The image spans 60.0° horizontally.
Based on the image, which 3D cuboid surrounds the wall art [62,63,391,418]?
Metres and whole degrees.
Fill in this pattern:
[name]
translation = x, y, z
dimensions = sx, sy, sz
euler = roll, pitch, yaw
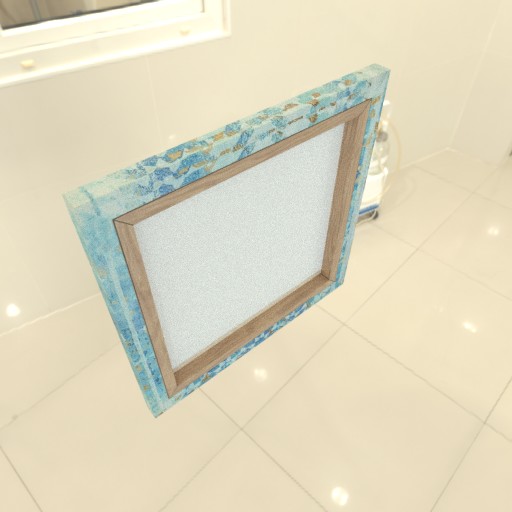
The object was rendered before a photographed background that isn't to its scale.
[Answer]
[wall art]
translation = 0.000, 0.000, 0.905
dimensions = 0.609, 0.609, 0.040
euler = -31, 54, -26
